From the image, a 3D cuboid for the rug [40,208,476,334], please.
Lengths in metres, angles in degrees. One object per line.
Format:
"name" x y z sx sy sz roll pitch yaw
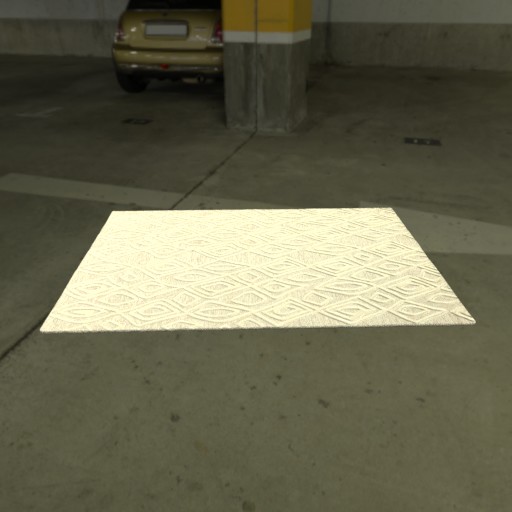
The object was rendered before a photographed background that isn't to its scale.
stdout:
"rug" 0.000 0.000 2.377 1.832 0.016 1.224 -1 30 -2
